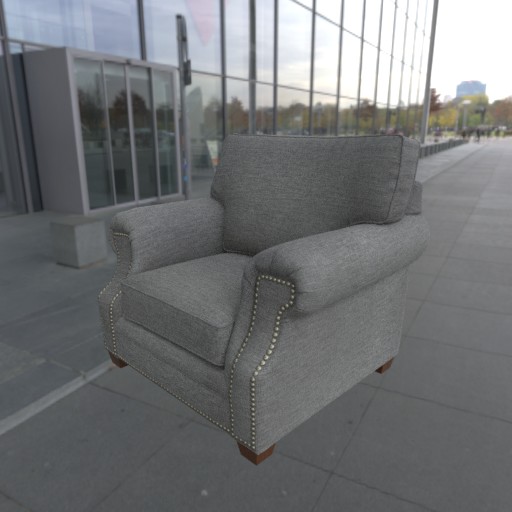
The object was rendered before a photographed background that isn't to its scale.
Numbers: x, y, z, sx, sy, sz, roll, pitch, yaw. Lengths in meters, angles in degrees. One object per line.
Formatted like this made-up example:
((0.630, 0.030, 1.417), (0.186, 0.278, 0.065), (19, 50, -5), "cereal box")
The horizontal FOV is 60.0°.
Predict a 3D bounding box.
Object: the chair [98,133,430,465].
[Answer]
((0.000, 0.000, 1.802), (1.092, 0.961, 0.965), (15, 22, 42), "chair")
